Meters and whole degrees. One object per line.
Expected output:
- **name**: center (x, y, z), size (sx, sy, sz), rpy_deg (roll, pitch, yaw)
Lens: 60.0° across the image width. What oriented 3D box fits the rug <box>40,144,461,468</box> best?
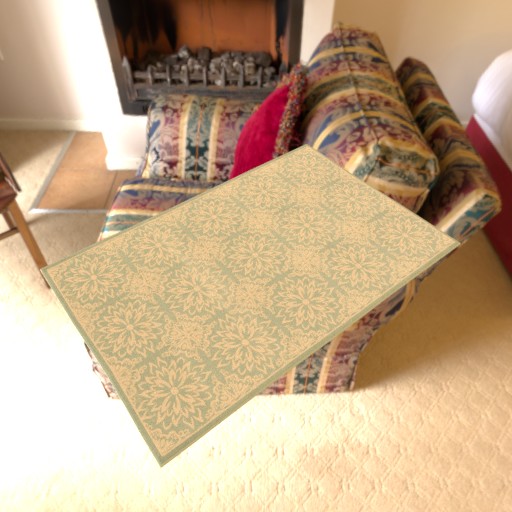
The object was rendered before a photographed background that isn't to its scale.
- **rug**: center (0.000, 0.000, 3.458), size (2.746, 0.018, 1.819), rpy_deg (-30, 54, -25)
